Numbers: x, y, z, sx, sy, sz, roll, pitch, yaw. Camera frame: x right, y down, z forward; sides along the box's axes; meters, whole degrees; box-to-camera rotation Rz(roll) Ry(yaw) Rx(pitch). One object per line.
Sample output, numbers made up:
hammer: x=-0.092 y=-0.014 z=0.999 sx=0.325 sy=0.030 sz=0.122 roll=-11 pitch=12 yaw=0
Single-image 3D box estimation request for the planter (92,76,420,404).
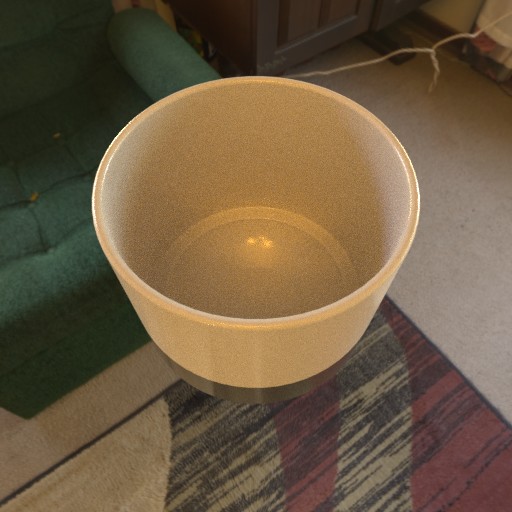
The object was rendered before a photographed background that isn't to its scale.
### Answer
planter: x=0.000 y=0.000 z=0.339 sx=0.193 sy=0.177 sz=0.193 roll=0 pitch=58 yaw=0
